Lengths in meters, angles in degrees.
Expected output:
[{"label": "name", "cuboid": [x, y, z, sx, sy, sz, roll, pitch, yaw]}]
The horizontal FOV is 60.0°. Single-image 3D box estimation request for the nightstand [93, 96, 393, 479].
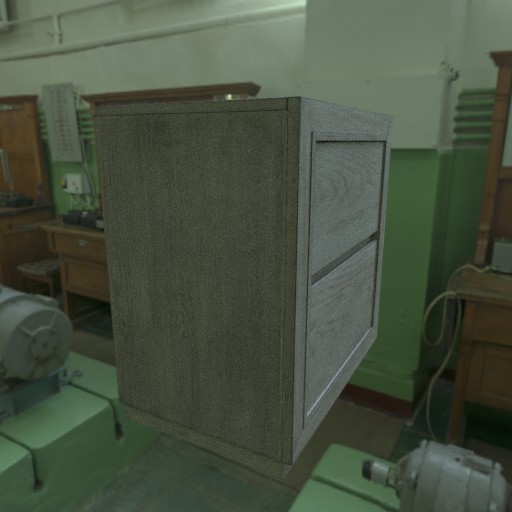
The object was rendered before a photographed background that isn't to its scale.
[{"label": "nightstand", "cuboid": [0.000, 0.000, 1.091, 0.483, 0.673, 0.612, 8, 16, 28]}]
